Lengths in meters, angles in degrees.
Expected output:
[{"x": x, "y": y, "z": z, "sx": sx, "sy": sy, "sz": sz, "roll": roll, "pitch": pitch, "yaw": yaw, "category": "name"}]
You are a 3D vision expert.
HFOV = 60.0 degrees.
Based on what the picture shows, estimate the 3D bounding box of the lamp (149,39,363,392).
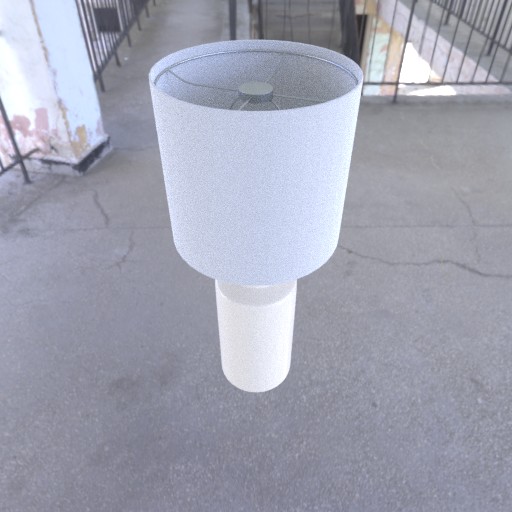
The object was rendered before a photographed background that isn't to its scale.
[{"x": 0.000, "y": 0.000, "z": 0.604, "sx": 0.212, "sy": 0.493, "sz": 0.212, "roll": 13, "pitch": 42, "yaw": 15, "category": "lamp"}]
